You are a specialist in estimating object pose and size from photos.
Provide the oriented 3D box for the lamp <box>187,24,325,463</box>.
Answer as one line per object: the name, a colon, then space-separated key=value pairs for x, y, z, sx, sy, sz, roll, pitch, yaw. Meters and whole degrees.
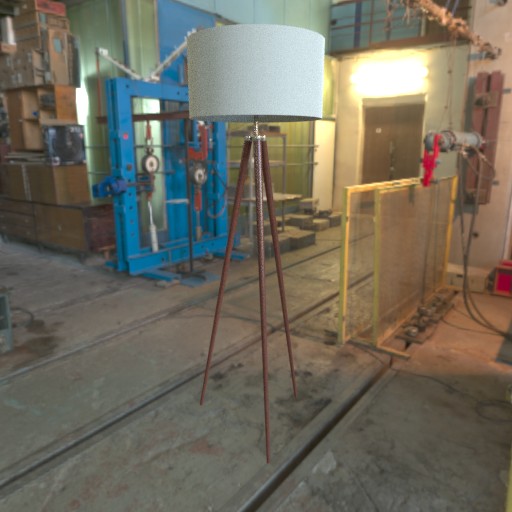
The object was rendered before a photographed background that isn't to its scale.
lamp: x=0.000 y=0.000 z=1.750 sx=0.483 sy=1.553 sz=0.483 roll=-2 pitch=14 yaw=-8
